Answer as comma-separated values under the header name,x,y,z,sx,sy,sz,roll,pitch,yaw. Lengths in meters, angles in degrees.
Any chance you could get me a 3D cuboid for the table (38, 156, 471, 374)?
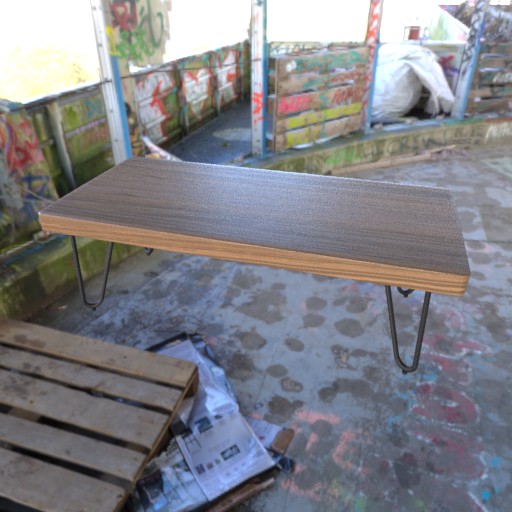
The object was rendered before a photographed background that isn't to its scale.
name,x,y,z,sx,sy,sz,roll,pitch,yaw
table,0.000,0.000,1.713,1.375,0.468,0.637,9,32,14
